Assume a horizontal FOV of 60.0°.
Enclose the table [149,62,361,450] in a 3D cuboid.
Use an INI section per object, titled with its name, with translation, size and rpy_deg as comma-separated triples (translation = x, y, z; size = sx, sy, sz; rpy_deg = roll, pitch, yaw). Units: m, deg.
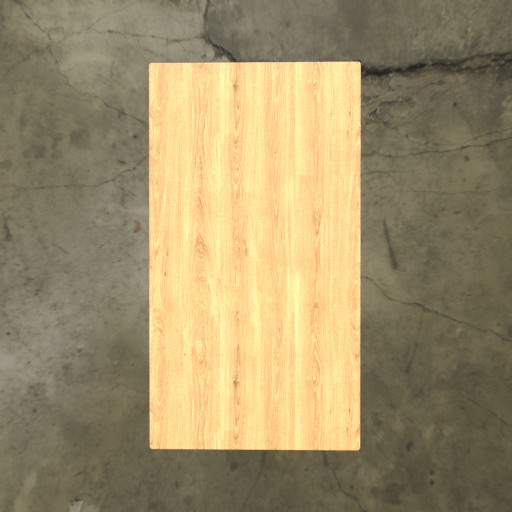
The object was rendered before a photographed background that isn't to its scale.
[table]
translation = 0.000, 0.000, 2.140
size = 0.900, 0.760, 1.600
rpy_deg = 0, 90, 1
